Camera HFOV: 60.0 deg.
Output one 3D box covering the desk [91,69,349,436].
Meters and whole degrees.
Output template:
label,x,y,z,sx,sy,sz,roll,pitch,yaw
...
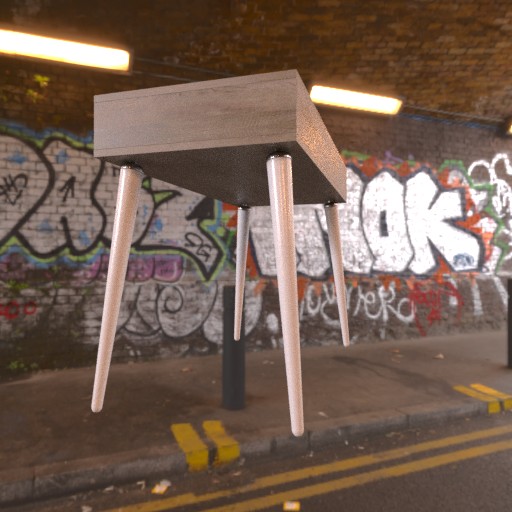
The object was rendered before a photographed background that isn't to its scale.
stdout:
label,x,y,z,sx,sy,sz,roll,pitch,yaw
desk,0.000,0.000,1.404,0.491,0.723,0.979,0,-1,17
